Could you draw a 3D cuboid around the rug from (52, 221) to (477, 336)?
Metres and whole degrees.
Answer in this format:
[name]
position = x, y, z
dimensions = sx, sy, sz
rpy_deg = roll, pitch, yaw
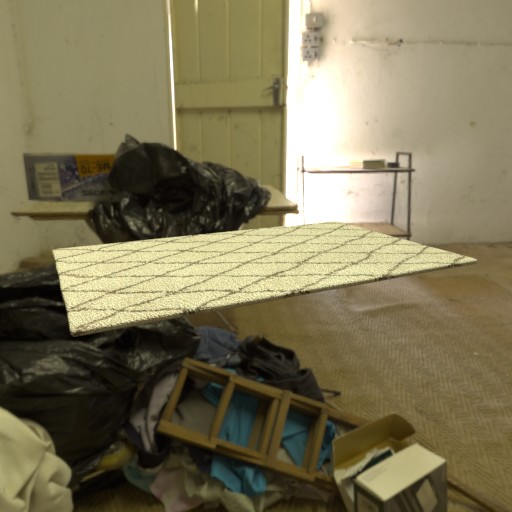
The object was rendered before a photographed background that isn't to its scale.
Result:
[rug]
position = 0.000, 0.000, 2.977
dimensions = 2.438, 0.030, 1.524
rpy_deg = -7, 17, -26
